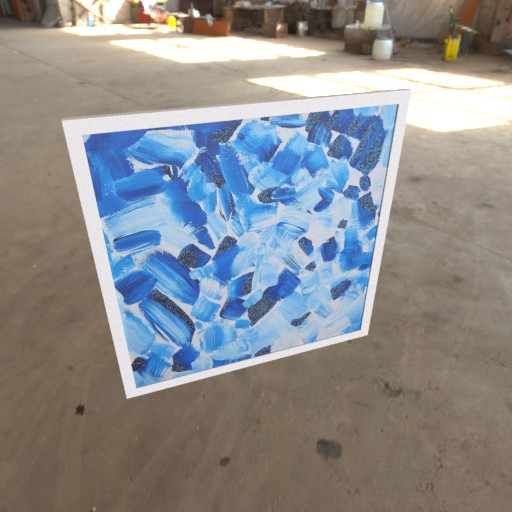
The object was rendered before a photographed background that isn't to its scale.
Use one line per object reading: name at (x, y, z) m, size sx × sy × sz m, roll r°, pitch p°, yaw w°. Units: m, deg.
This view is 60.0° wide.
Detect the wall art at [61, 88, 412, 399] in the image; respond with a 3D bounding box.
wall art at (0.000, 0.000, 0.980) m, size 0.660 × 0.660 × 0.015 m, roll -11°, pitch 34°, yaw -16°
